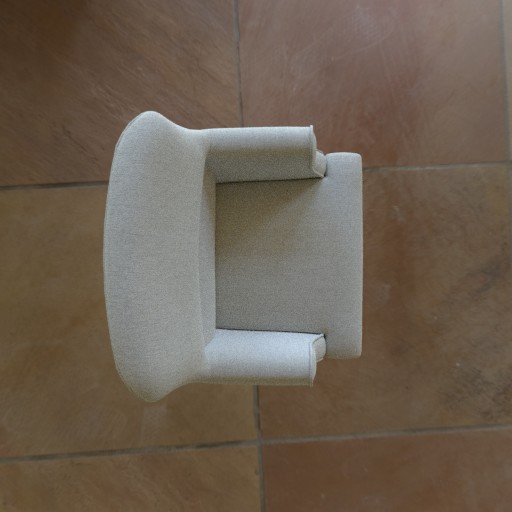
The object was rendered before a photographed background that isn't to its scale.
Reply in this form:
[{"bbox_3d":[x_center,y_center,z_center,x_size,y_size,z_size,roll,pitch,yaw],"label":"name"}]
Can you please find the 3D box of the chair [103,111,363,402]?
[{"bbox_3d":[0.000,0.000,1.480,0.750,0.875,0.781,0,90,-2],"label":"chair"}]
